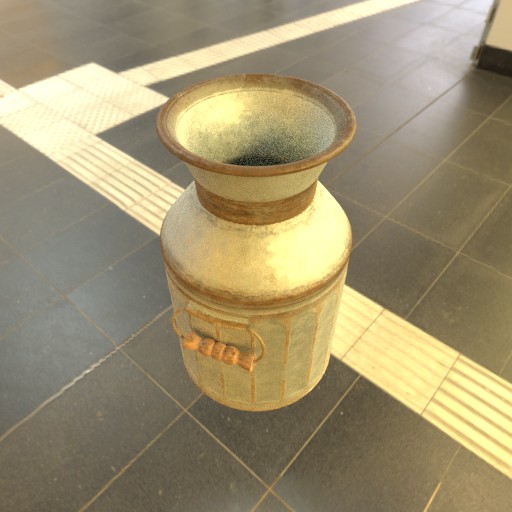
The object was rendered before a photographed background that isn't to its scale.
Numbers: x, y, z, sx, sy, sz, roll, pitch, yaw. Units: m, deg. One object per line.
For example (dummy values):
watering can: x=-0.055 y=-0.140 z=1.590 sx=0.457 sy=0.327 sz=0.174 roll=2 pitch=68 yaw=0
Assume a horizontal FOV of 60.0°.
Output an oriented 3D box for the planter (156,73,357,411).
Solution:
planter: x=0.000 y=0.000 z=0.520 sx=0.215 sy=0.358 sz=0.248 roll=16 pitch=48 yaw=15
